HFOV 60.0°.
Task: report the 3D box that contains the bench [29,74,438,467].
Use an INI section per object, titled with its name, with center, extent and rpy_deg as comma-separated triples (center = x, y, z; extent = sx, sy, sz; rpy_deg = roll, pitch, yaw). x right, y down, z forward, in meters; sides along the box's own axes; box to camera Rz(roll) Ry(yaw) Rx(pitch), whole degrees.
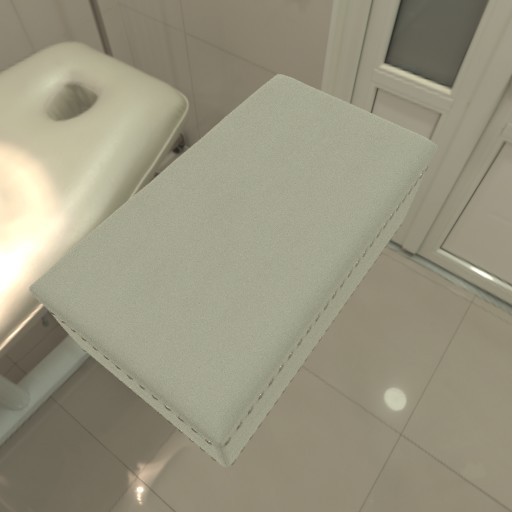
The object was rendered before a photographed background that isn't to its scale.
[bench]
center = 0.000, 0.000, 1.170
extent = 0.500, 0.449, 0.887
rpy_deg = 32, 62, 19
